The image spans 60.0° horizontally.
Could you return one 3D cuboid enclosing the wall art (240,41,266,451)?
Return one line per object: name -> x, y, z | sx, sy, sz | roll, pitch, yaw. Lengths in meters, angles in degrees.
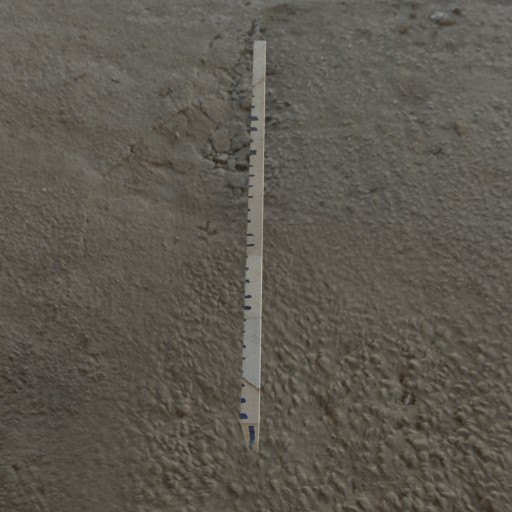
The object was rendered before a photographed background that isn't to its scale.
wall art -> 0.000, 0.000, 1.476 | 0.038, 0.757, 1.143 | 1, 63, 1
